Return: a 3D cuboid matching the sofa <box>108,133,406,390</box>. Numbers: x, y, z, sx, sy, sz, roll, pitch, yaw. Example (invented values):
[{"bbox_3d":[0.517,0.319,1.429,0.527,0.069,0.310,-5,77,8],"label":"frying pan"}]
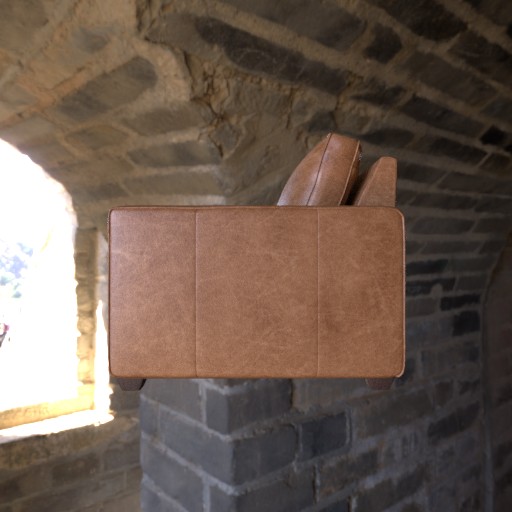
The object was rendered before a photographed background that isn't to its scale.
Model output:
[{"bbox_3d":[0.000,0.000,2.181,1.020,0.896,1.532,0,0,0],"label":"sofa"}]
